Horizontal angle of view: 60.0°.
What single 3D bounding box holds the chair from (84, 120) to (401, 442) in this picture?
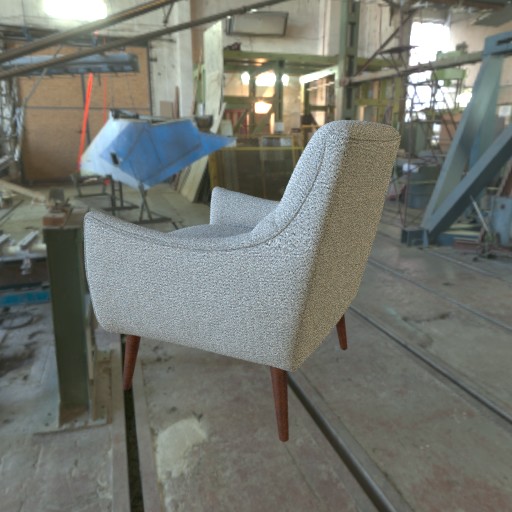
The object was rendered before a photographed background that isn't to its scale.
[{"bbox_3d":[0.000,0.000,1.451,0.787,0.838,0.762,8,17,26],"label":"chair"}]
